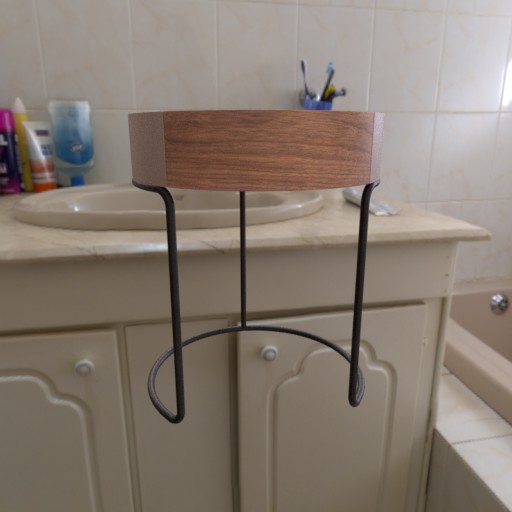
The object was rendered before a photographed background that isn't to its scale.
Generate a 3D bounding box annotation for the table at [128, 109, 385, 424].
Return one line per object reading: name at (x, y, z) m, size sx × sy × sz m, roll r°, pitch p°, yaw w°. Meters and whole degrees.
table at (0.000, 0.000, 0.874) m, size 0.450 × 0.530 × 0.450 m, roll 0°, pitch 16°, yaw 0°
